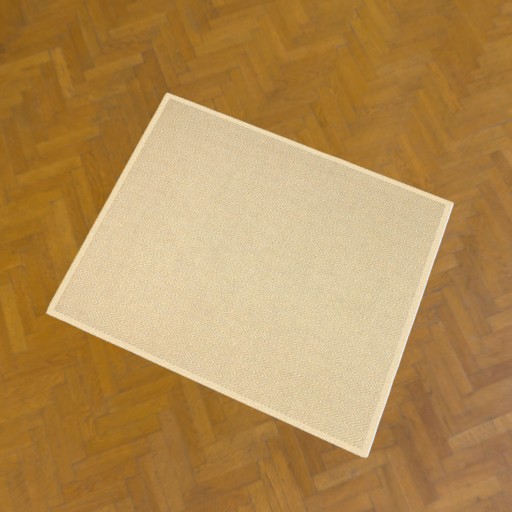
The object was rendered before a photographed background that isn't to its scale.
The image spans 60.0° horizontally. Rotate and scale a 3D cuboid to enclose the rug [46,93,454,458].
[{"bbox_3d":[0.000,0.000,4.034,3.009,0.019,2.423,23,77,6],"label":"rug"}]
